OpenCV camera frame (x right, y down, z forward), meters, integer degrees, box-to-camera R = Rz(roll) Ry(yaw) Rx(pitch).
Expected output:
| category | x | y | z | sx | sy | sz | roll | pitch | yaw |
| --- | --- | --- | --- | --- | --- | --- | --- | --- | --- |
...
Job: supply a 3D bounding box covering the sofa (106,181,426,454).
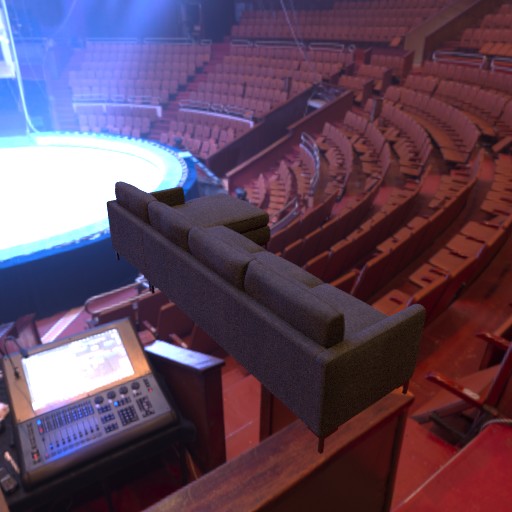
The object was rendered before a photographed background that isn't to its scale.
| category | x | y | z | sx | sy | sz | roll | pitch | yaw |
| --- | --- | --- | --- | --- | --- | --- | --- | --- | --- |
| sofa | 0.000 | 0.000 | 3.515 | 1.350 | 0.810 | 2.932 | -18 | 31 | -33 |
